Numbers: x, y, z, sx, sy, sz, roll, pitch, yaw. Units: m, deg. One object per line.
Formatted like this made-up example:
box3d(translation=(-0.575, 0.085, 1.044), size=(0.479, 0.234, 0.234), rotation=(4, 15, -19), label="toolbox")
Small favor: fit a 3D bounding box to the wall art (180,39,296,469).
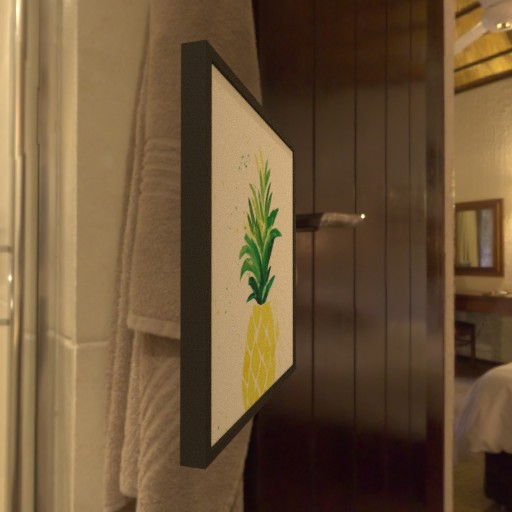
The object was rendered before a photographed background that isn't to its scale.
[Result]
box3d(translation=(0.000, 0.000, 0.770), size=(0.033, 0.507, 0.508), rotation=(0, -1, 17), label="wall art")
